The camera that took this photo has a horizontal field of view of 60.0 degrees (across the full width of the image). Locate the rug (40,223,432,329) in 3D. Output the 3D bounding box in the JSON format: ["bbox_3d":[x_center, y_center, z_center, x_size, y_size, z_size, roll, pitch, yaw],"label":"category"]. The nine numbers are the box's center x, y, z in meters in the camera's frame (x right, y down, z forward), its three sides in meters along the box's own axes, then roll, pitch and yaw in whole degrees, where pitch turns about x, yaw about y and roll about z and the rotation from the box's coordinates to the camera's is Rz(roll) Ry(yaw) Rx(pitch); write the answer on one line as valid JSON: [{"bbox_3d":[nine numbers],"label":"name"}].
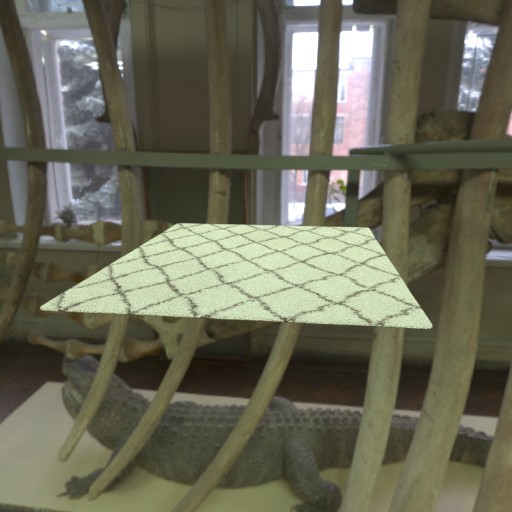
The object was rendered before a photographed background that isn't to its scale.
[{"bbox_3d":[0.000,0.000,4.159,2.438,0.029,3.047,2,15,7],"label":"rug"}]
